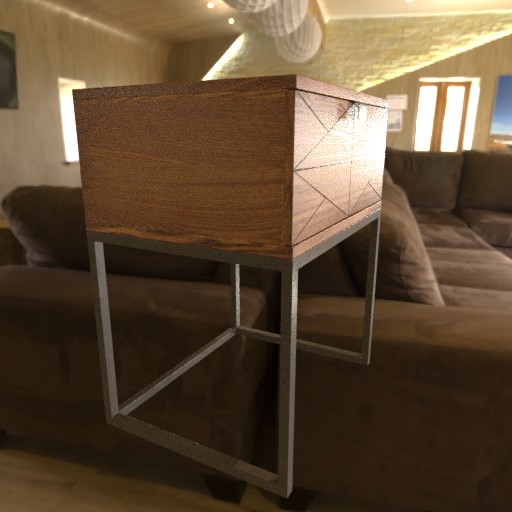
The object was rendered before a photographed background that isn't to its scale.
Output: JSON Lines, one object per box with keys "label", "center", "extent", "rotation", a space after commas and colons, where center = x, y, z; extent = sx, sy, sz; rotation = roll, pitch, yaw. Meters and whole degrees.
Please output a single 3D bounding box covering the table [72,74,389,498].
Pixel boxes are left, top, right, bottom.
{"label": "table", "center": [0.000, 0.000, 0.891], "extent": [0.400, 0.610, 0.482], "rotation": [8, 17, 28]}
